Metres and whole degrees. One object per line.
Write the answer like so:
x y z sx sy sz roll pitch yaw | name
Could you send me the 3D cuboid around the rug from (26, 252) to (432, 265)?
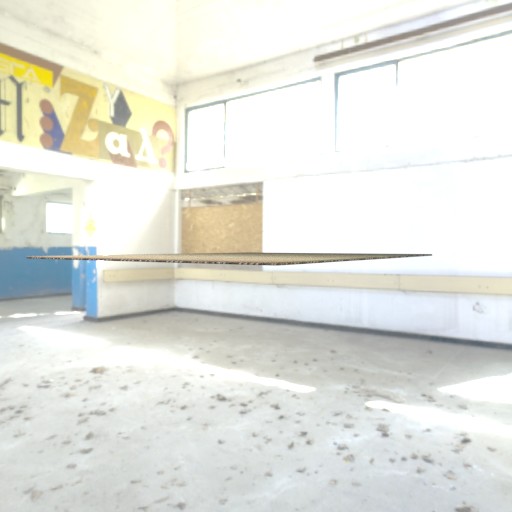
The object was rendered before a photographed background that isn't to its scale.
0.000 0.000 3.920 2.305 0.017 2.902 1 1 35 | rug
